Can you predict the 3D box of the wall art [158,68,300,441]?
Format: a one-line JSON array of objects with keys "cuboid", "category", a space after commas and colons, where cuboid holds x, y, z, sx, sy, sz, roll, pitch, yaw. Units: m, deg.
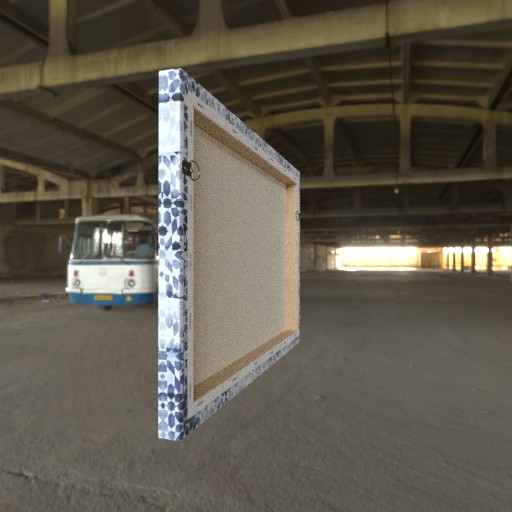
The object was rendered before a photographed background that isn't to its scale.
[{"cuboid": [0.000, 0.000, 0.772, 0.030, 0.406, 0.608, 0, 0, 18], "category": "wall art"}]
